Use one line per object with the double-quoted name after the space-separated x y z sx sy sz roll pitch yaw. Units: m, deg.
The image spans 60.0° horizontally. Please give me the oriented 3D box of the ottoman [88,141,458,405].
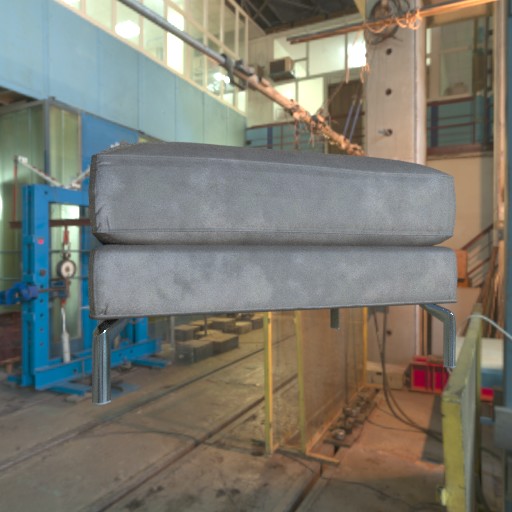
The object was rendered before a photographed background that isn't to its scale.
0.000 0.000 1.035 0.719 0.456 0.520 0 1 -19 "ottoman"
